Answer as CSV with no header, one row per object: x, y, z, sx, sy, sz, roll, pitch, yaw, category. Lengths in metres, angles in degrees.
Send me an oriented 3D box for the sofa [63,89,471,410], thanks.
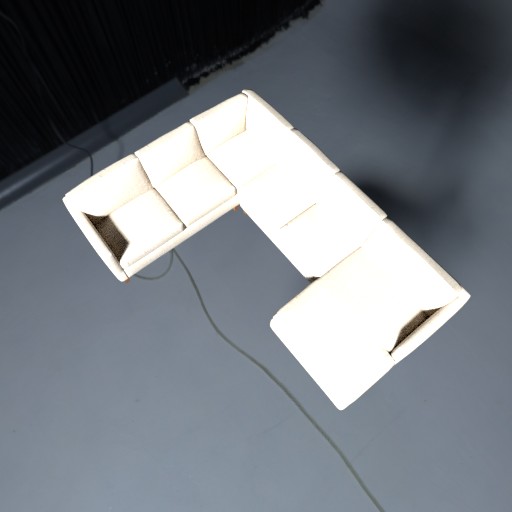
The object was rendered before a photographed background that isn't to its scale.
0.000,0.000,4.691,2.594,0.961,3.460,-36,70,-15,sofa
